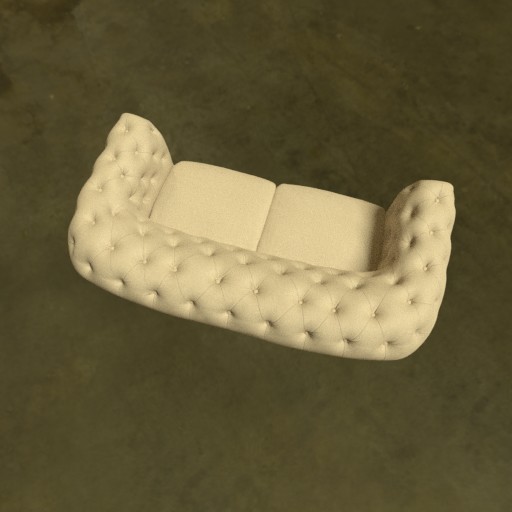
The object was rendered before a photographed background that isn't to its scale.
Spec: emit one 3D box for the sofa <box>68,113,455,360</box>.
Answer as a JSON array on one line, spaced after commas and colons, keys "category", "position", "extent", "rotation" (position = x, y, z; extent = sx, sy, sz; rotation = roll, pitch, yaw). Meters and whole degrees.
[{"category": "sofa", "position": [0.000, 0.000, 2.576], "extent": [1.988, 0.835, 1.069], "rotation": [14, 64, 7]}]
